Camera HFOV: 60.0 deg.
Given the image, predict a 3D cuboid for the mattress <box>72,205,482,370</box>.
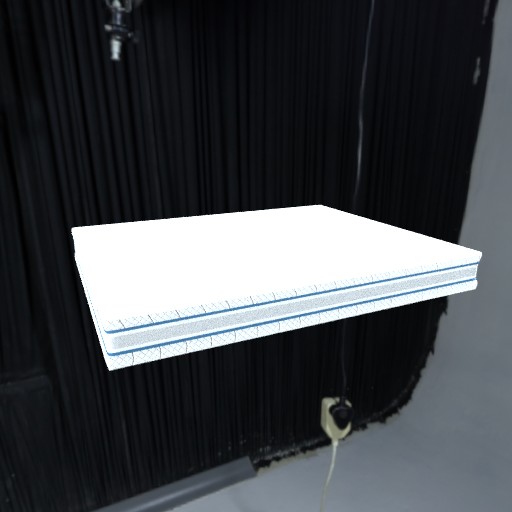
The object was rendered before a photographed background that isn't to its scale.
[{"bbox_3d":[0.000,0.000,2.746,2.000,0.230,1.600,-8,19,-24],"label":"mattress"}]
